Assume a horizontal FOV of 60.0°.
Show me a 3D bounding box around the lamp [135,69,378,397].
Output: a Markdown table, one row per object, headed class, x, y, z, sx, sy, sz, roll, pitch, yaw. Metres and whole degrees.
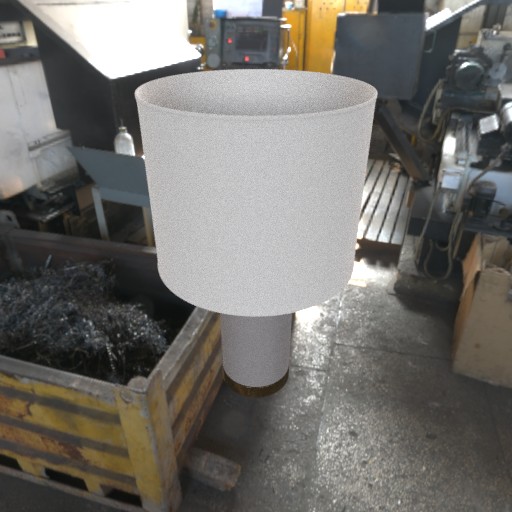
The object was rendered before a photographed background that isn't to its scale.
| class | x | y | z | sx | sy | sz | roll | pitch | yaw |
| --- | --- | --- | --- | --- | --- | --- | --- | --- | --- |
| lamp | 0.000 | 0.000 | 0.526 | 0.229 | 0.380 | 0.229 | 0 | 31 | 0 |
